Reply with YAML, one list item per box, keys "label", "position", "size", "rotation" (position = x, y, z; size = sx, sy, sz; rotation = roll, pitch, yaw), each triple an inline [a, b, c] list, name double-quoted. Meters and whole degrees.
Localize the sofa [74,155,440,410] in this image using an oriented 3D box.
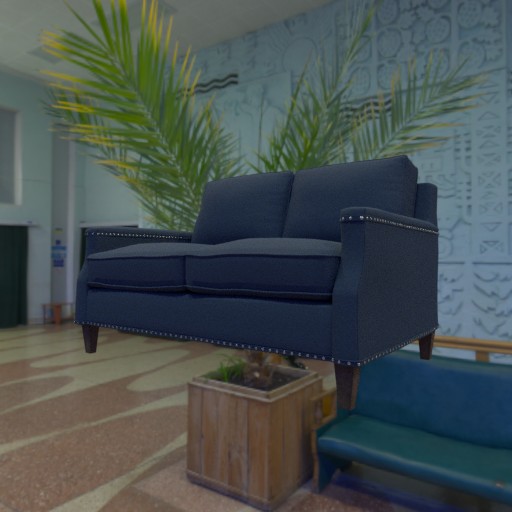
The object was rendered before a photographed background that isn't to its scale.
- label: "sofa"
  position: [0.000, 0.000, 2.260]
  size: [1.597, 1.003, 1.084]
  rotation: [0, -1, 37]
